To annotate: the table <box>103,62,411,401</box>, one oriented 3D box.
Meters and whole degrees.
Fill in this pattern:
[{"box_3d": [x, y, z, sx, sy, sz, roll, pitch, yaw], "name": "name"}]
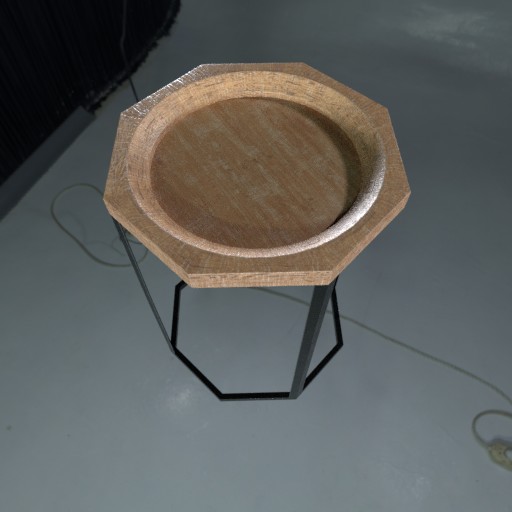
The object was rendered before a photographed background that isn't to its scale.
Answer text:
[{"box_3d": [0.000, 0.000, 0.857, 0.437, 0.553, 0.437, 18, 59, 11], "name": "table"}]
